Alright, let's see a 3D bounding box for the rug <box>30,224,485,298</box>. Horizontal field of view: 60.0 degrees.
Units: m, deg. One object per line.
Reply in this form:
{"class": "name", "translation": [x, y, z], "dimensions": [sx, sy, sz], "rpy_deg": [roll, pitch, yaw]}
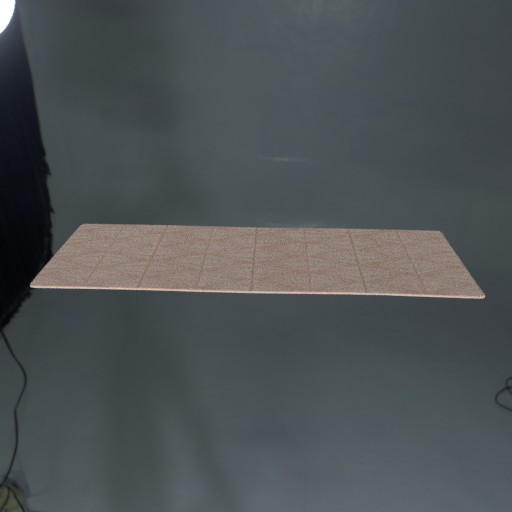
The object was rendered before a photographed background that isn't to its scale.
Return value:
{"class": "rug", "translation": [0.000, 0.000, 2.677], "dimensions": [2.435, 0.015, 0.760], "rpy_deg": [1, 30, 2]}
